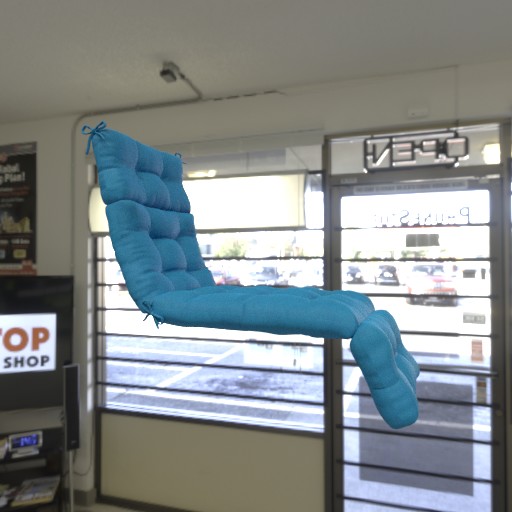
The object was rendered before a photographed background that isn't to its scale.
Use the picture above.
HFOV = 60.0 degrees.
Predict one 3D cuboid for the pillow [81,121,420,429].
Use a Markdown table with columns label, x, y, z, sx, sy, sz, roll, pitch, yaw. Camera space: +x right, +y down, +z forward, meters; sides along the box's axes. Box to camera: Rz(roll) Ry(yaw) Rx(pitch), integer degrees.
| label | x | y | z | sx | sy | sz | roll | pitch | yaw |
| --- | --- | --- | --- | --- | --- | --- | --- | --- | --- |
| pillow | 0.000 | 0.000 | 1.471 | 1.016 | 0.863 | 0.526 | 0 | -1 | 20 |
